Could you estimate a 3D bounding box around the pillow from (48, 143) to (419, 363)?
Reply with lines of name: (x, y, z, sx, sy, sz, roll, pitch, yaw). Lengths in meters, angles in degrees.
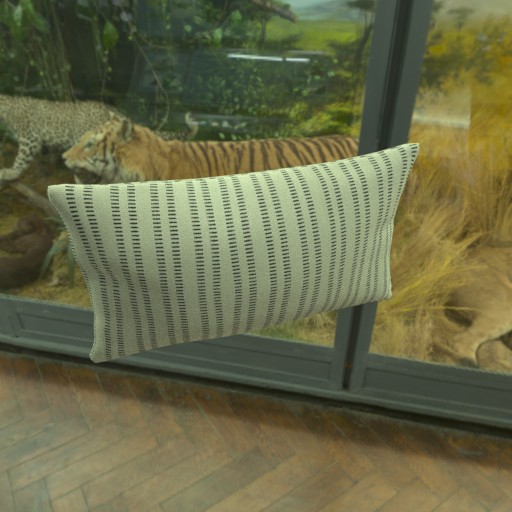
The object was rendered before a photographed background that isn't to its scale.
pillow: (0.000, 0.000, 0.807, 0.640, 0.353, 0.210, -10, 33, -16)
